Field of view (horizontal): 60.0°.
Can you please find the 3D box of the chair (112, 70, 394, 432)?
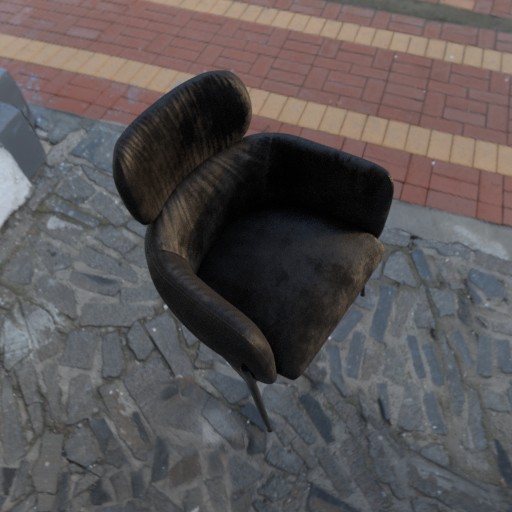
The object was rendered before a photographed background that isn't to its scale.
[{"bbox_3d":[0.000,0.000,1.290,0.604,0.818,0.640,32,64,18],"label":"chair"}]
